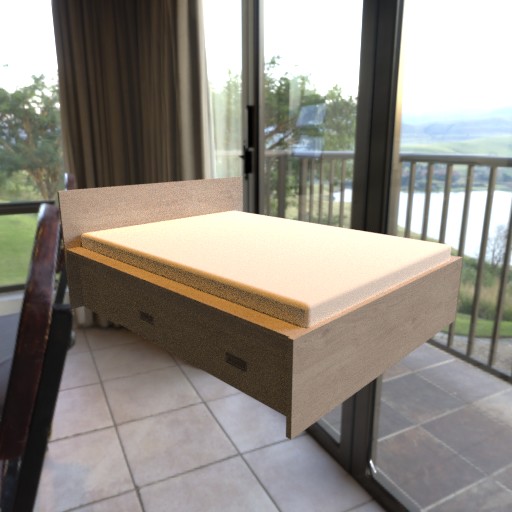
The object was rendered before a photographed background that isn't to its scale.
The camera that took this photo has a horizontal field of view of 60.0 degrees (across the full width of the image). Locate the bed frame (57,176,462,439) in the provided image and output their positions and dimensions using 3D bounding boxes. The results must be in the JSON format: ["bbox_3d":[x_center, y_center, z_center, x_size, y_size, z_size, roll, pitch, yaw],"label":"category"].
[{"bbox_3d":[0.000,0.000,2.828,1.960,0.800,1.622,14,20,43],"label":"bed frame"}]
